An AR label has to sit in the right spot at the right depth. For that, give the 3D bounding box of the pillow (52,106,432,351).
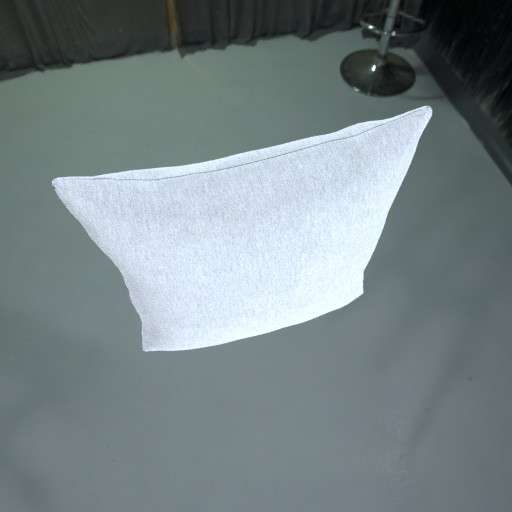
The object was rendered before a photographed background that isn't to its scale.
[{"bbox_3d":[0.000,0.000,0.664,0.433,0.436,0.173,-13,59,-8],"label":"pillow"}]
